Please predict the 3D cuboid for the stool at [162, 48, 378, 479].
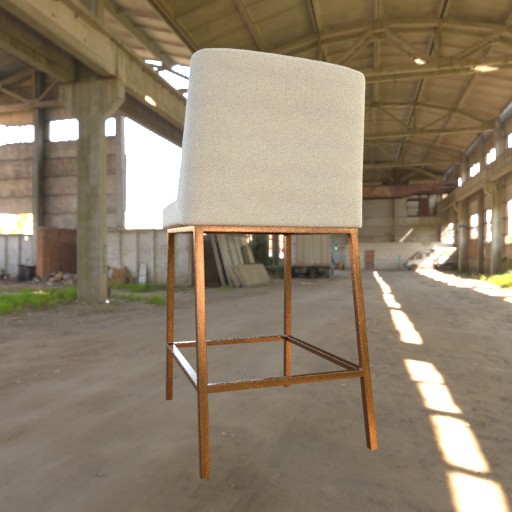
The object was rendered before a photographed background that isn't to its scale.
[{"bbox_3d":[0.000,0.000,1.313,0.507,0.973,0.576,0,1,-19],"label":"stool"}]
